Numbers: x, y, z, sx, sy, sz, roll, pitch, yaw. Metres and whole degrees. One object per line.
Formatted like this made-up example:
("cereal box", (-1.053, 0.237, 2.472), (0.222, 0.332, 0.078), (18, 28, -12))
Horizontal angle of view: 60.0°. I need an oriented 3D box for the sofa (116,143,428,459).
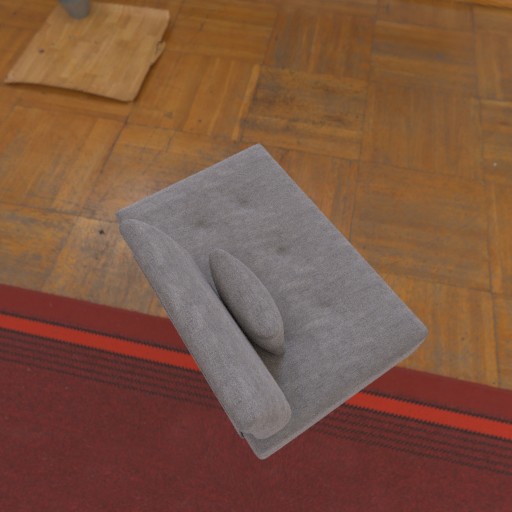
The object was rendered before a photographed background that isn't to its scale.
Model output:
("sofa", (0.000, 0.000, 2.084), (1.002, 0.820, 1.450), (-29, 64, -16))
